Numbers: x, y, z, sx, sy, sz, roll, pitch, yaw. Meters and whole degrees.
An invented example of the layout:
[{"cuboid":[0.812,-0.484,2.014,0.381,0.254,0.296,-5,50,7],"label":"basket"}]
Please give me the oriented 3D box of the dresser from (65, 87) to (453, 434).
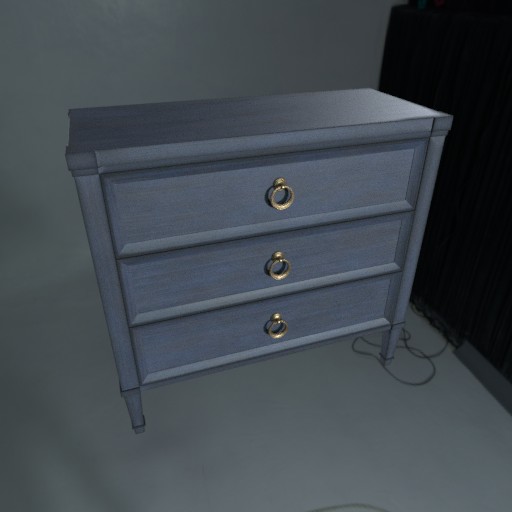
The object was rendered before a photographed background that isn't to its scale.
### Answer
[{"cuboid":[0.000,0.000,1.562,1.049,0.986,0.463,-10,33,-16],"label":"dresser"}]
